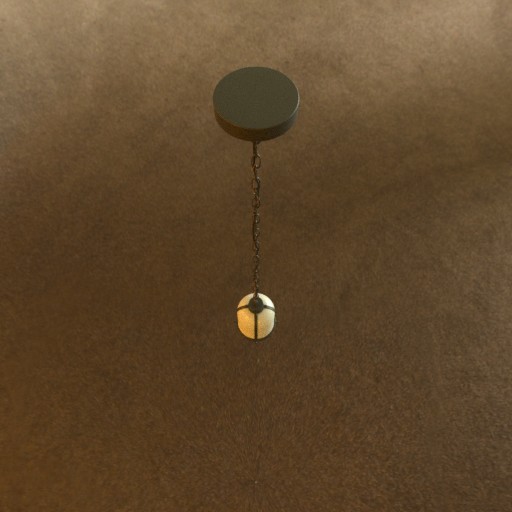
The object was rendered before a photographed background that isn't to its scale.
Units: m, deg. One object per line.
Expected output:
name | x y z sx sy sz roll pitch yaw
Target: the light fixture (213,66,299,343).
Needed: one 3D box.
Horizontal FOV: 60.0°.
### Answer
light fixture | 0.000 0.000 1.270 0.178 1.181 0.178 0 63 0
